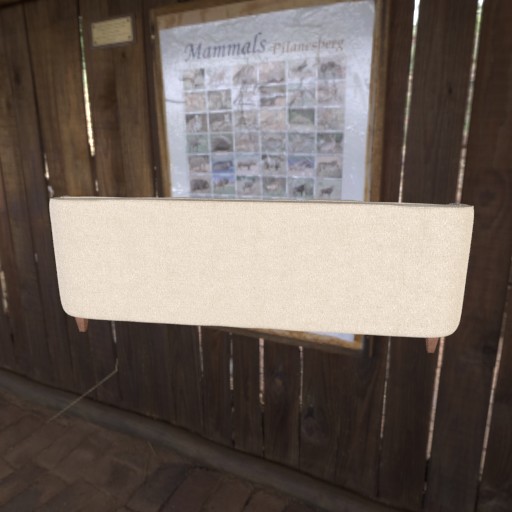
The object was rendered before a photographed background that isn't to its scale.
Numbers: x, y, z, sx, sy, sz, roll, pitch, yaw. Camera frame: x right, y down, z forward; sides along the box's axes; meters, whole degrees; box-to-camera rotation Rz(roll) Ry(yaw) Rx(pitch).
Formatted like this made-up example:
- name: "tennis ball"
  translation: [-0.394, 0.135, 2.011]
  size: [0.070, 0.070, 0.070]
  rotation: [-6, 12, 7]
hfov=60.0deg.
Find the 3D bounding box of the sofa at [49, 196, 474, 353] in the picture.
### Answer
- name: "sofa"
  translation: [0.000, 0.000, 2.669]
  size: [2.235, 0.788, 0.913]
  rotation: [2, 15, 7]
